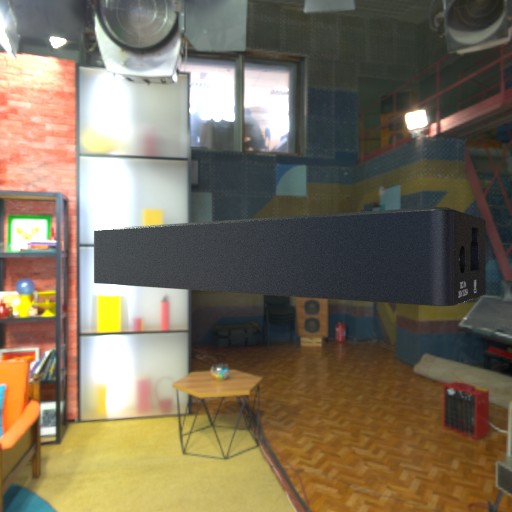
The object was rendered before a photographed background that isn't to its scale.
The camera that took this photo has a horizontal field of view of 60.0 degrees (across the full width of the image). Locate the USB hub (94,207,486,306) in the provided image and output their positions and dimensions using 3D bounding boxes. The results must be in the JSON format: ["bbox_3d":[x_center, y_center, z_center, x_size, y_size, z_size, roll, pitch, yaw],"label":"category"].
[{"bbox_3d":[0.000,0.000,0.162,0.145,0.023,0.044,0,0,38],"label":"USB hub"}]
